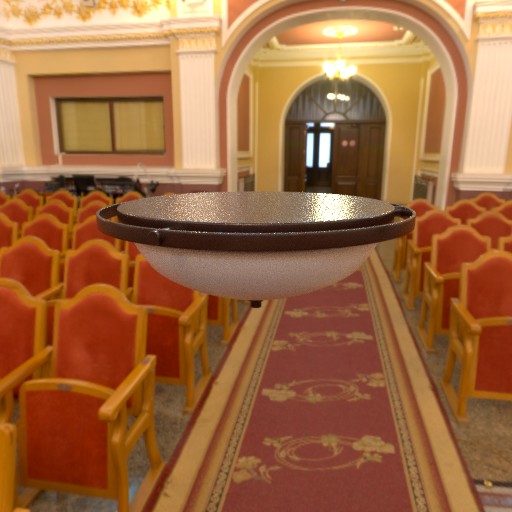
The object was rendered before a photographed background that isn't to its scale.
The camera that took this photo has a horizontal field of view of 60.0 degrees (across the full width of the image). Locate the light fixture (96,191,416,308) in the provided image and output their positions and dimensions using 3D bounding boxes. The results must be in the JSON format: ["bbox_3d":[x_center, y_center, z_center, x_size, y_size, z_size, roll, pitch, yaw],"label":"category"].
[{"bbox_3d":[0.000,0.000,0.543,0.361,0.130,0.361,0,13,0],"label":"light fixture"}]
